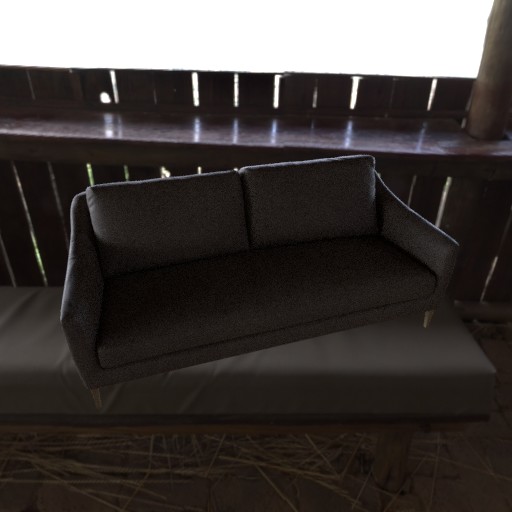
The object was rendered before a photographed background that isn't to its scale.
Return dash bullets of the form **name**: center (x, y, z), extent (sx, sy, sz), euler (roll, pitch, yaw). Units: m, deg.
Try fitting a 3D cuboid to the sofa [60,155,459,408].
- **sofa**: center (0.000, 0.000, 2.563), extent (2.036, 0.902, 0.960), euler (-10, 32, -16)
